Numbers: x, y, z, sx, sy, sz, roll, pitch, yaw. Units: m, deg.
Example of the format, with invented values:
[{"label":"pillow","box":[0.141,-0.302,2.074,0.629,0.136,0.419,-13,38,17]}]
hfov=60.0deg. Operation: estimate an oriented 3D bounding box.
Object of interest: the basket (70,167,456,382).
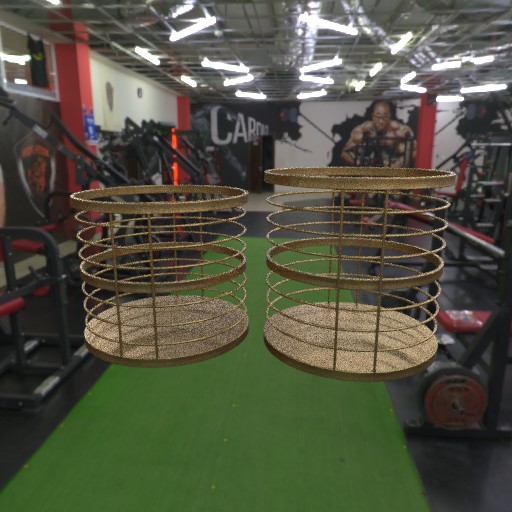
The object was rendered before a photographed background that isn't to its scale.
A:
[{"label":"basket","box":[0.000,0.000,0.924,0.746,0.351,0.356,2,14,7]}]
